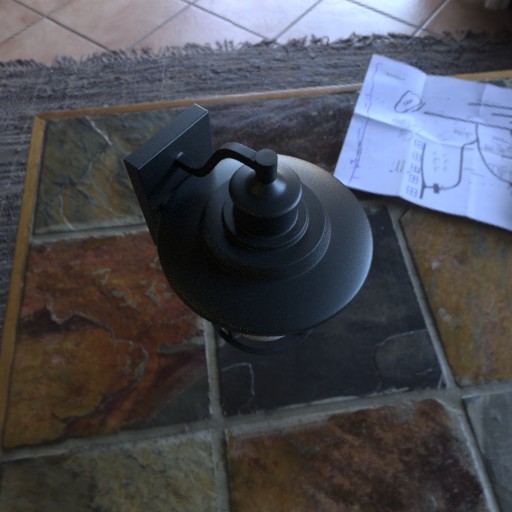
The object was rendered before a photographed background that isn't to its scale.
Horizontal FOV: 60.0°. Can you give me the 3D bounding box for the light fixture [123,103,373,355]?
[{"bbox_3d":[0.000,0.000,0.521,0.252,0.345,0.222,34,65,18],"label":"light fixture"}]
